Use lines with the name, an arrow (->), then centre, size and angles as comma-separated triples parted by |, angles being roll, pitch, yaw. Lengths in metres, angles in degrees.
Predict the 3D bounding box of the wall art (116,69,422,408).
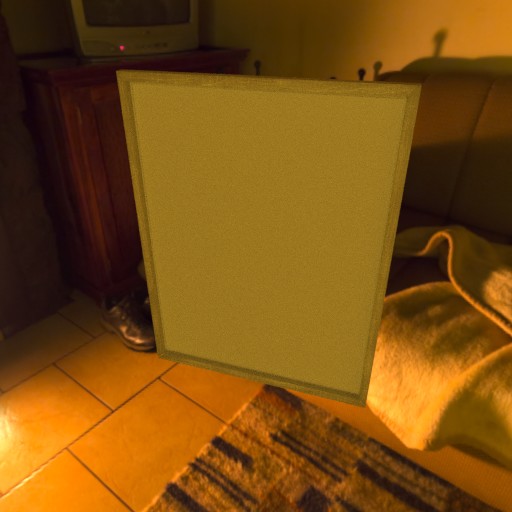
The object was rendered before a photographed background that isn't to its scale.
wall art -> 0.000, 0.000, 1.350 | 0.781, 1.022, 0.035 | 9, 31, 15
